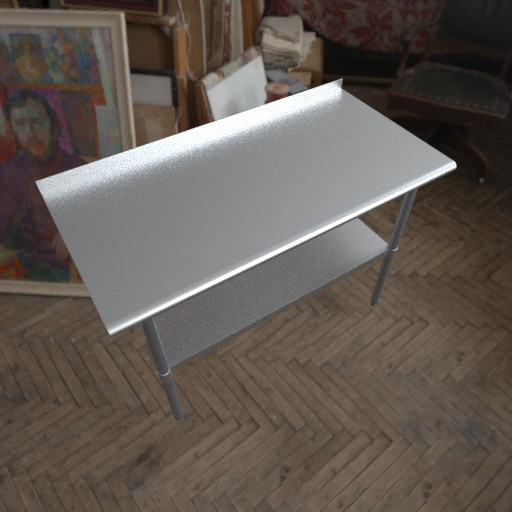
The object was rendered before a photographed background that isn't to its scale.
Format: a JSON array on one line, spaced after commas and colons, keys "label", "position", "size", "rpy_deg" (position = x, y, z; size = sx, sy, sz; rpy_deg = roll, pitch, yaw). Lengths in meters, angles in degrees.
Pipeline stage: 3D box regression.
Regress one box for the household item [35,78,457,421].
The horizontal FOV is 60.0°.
[{"label": "household item", "position": [0.000, 0.000, 1.725], "size": [1.219, 0.851, 0.610], "rpy_deg": [-26, 53, -21]}]
